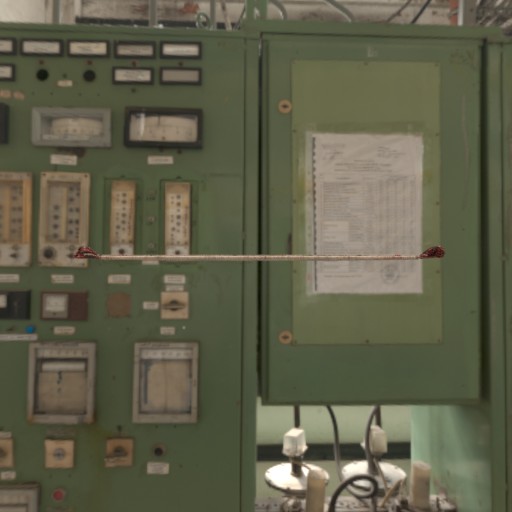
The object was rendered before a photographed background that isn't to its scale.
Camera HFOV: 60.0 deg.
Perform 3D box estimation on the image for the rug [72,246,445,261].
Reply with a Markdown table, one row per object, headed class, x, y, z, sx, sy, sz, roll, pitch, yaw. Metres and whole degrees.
| class | x | y | z | sx | sy | sz | roll | pitch | yaw |
| --- | --- | --- | --- | --- | --- | --- | --- | --- | --- |
| rug | 0.000 | 0.000 | 3.321 | 1.741 | 0.066 | 2.672 | 0 | -1 | -1 |
